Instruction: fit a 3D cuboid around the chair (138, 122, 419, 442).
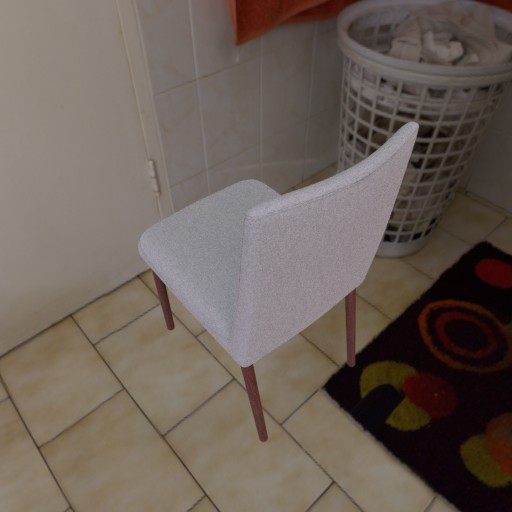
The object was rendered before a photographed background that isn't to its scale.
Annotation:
[{"bbox_3d":[0.000,0.000,1.188,0.456,0.859,0.570,-31,54,-26],"label":"chair"}]
